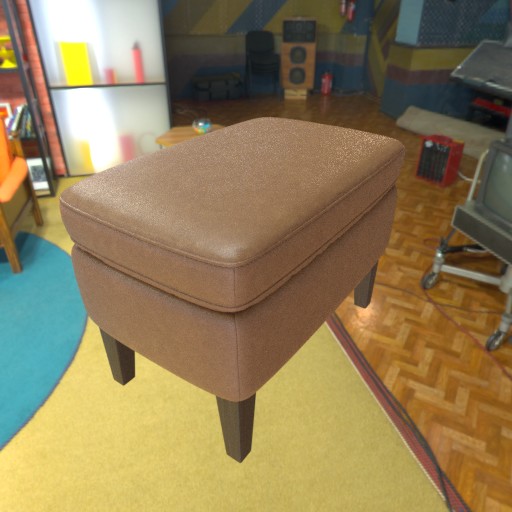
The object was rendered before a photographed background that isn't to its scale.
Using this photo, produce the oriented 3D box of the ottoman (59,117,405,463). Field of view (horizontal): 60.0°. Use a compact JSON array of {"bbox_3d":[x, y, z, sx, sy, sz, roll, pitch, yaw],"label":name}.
[{"bbox_3d":[0.000,0.000,0.983,0.420,0.480,0.670,20,36,30],"label":"ottoman"}]
